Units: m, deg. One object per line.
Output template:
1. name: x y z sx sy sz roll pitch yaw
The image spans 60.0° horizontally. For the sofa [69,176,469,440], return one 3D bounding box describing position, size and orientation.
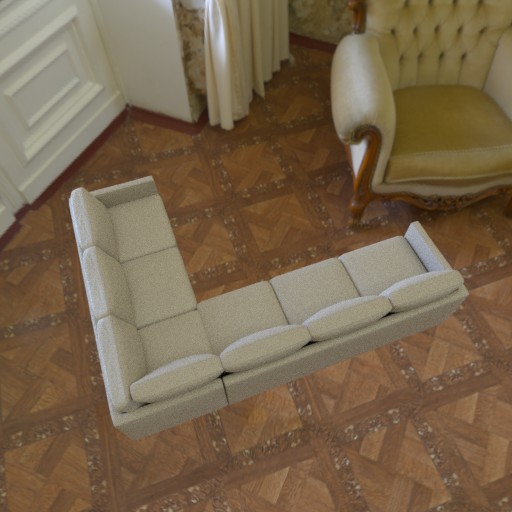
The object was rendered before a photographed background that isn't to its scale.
1. sofa: 0.000 0.000 4.577 3.333 0.934 2.522 -18 60 -11
